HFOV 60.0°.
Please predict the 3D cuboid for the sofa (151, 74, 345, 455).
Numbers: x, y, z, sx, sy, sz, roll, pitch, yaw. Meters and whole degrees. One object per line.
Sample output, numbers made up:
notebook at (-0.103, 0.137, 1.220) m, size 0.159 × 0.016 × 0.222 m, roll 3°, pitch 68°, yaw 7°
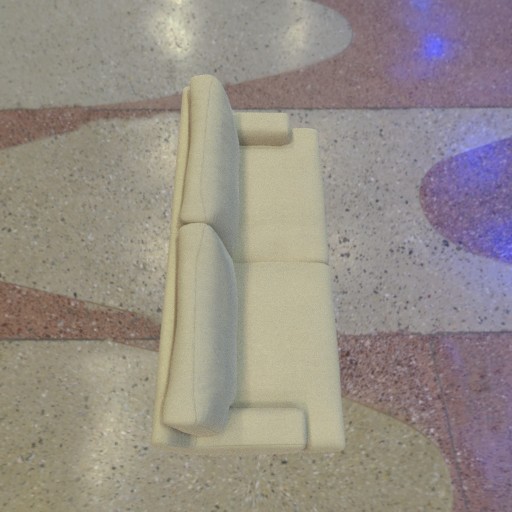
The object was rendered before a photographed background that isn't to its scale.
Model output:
sofa at (0.000, 0.000, 2.639) m, size 0.929 × 0.925 × 2.147 m, roll 0°, pitch 64°, yaw 0°
